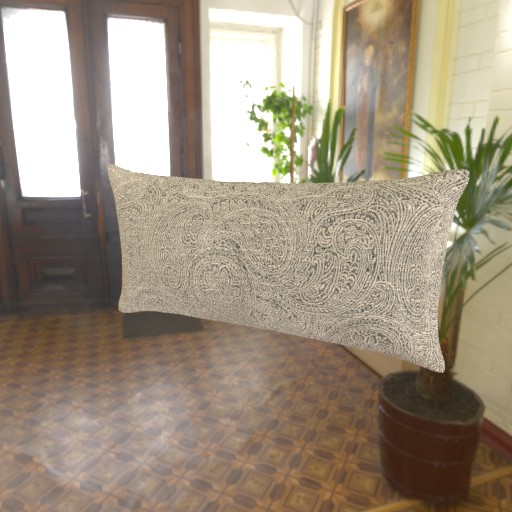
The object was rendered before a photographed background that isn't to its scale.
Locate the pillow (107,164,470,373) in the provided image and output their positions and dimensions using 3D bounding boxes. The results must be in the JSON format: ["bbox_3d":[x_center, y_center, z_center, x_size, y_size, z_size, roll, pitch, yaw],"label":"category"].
[{"bbox_3d":[0.000,0.000,0.738,0.615,0.295,0.151,6,15,24],"label":"pillow"}]
